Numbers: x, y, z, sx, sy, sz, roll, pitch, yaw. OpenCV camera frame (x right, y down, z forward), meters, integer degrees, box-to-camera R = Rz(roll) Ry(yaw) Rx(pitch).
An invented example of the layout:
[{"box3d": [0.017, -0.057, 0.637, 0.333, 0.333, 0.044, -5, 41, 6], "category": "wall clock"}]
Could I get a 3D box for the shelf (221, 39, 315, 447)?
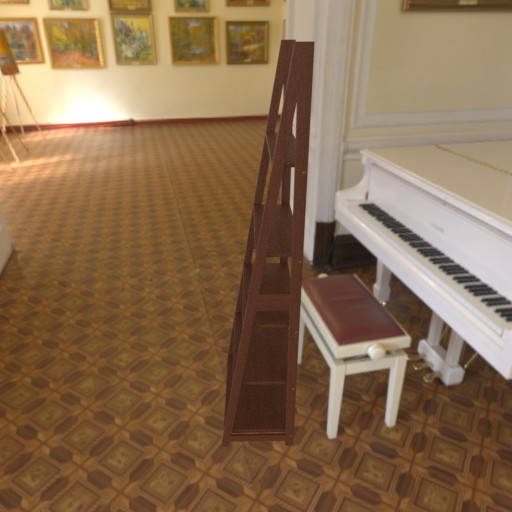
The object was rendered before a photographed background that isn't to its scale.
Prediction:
[{"box3d": [0.000, 0.000, 2.024, 0.350, 1.770, 0.600, -1, 27, -1], "category": "shelf"}]
